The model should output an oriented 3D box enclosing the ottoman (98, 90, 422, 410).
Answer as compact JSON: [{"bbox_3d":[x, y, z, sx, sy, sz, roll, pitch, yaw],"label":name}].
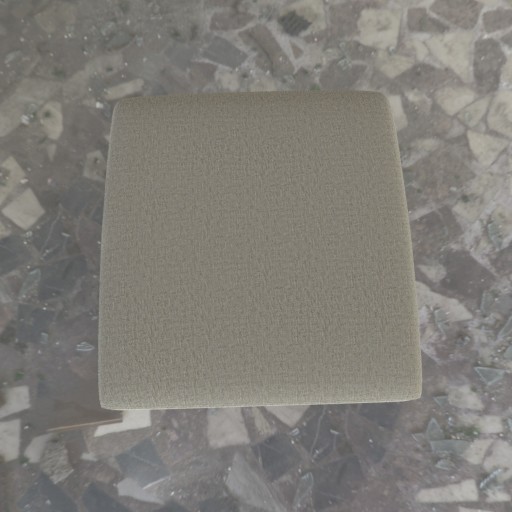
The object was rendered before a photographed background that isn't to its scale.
[{"bbox_3d":[0.000,0.000,1.056,0.648,0.399,0.655,-2,77,0],"label":"ottoman"}]
